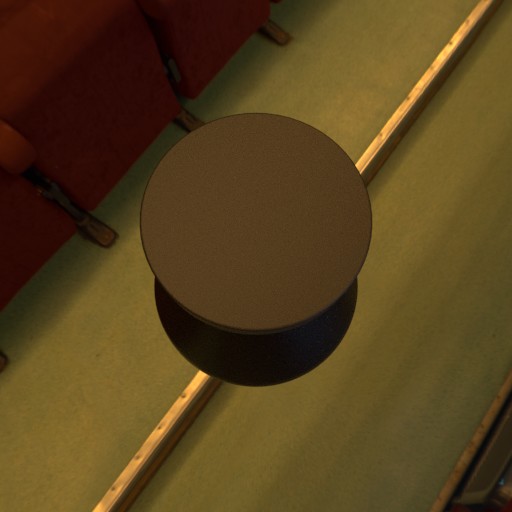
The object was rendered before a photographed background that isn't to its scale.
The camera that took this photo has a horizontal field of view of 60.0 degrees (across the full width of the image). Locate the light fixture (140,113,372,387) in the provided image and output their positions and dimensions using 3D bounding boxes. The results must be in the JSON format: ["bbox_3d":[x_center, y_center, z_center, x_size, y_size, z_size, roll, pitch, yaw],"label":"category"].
[{"bbox_3d":[0.000,0.000,0.351,0.200,0.183,0.200,0,74,0],"label":"light fixture"}]
